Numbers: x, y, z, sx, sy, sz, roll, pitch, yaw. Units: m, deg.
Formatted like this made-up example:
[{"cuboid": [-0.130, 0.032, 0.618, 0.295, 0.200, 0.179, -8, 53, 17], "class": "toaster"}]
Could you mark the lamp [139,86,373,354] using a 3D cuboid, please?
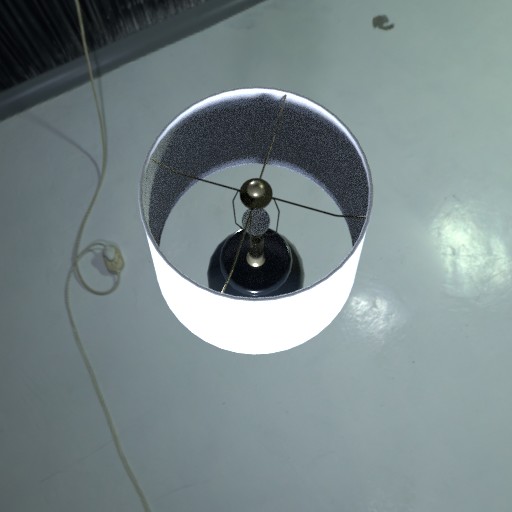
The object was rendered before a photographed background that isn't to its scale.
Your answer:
[{"cuboid": [0.000, 0.000, 0.546, 0.239, 0.399, 0.239, 0, 74, 0], "class": "lamp"}]
